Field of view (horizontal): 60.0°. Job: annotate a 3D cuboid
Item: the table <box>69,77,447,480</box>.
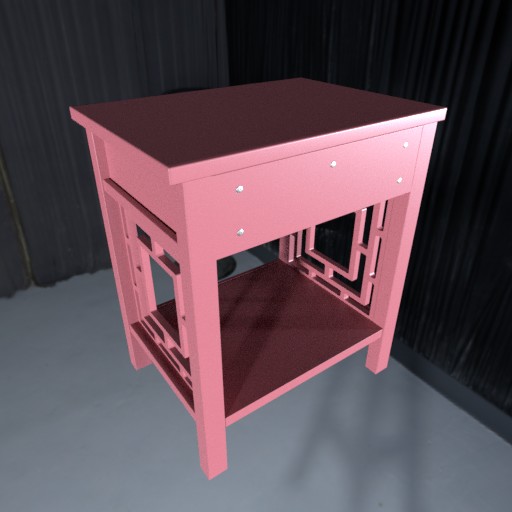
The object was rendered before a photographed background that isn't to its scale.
[{"bbox_3d":[0.000,0.000,1.050,0.599,0.686,0.451,-20,36,-30],"label":"table"}]
